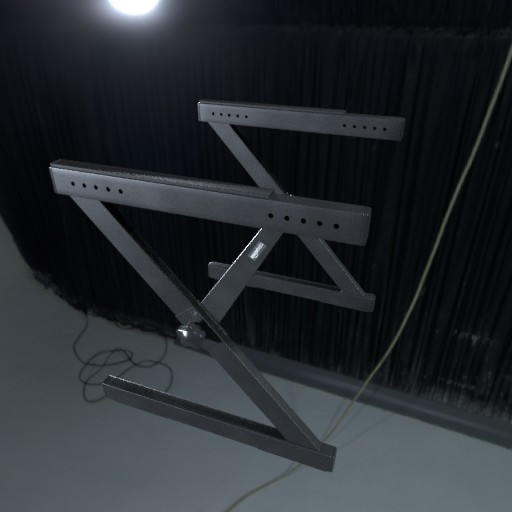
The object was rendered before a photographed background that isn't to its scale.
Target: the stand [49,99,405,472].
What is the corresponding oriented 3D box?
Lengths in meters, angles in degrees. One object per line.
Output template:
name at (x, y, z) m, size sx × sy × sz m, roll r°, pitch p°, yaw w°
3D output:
stand at (0.000, 0.000, 1.130) m, size 0.586 × 0.617 × 0.700 m, roll 11°, pitch 32°, yaw 18°
